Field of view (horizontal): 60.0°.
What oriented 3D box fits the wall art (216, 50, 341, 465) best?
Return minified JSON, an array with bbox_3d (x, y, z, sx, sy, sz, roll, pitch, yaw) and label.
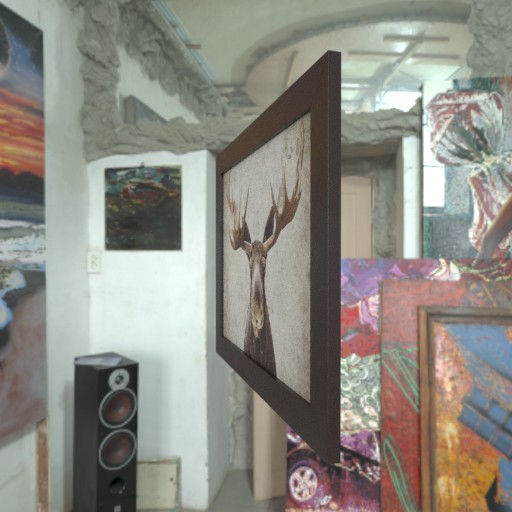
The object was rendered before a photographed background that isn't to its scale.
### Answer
[{"bbox_3d":[0.000,0.000,1.597,0.034,0.952,1.207,0,1,-17],"label":"wall art"}]
